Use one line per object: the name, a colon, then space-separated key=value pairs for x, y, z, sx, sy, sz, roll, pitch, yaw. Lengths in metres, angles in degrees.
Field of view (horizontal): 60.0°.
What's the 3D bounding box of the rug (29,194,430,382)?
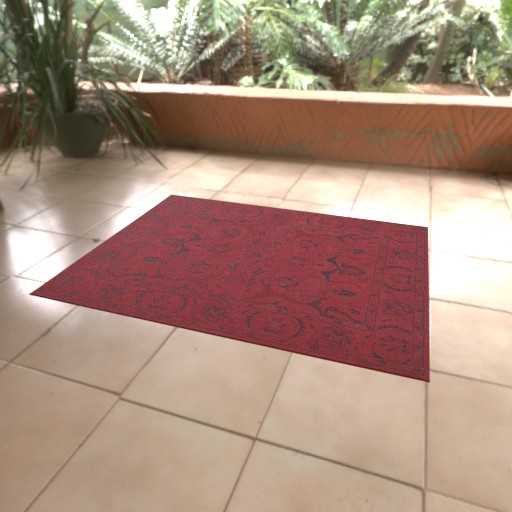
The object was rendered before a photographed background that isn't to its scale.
rug: x=0.000 y=0.000 z=3.968 sx=2.929 sy=0.012 sz=2.300 roll=9 pitch=30 yaw=16
